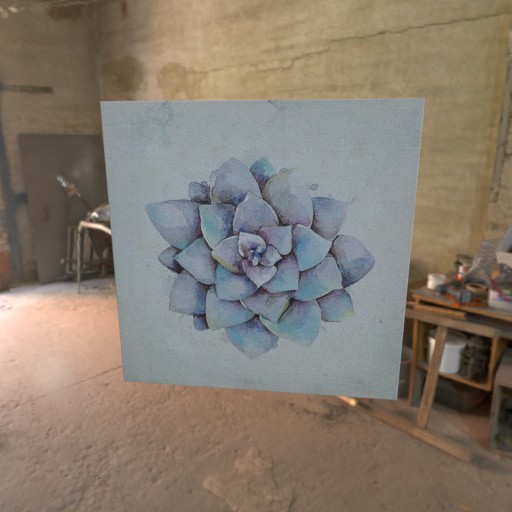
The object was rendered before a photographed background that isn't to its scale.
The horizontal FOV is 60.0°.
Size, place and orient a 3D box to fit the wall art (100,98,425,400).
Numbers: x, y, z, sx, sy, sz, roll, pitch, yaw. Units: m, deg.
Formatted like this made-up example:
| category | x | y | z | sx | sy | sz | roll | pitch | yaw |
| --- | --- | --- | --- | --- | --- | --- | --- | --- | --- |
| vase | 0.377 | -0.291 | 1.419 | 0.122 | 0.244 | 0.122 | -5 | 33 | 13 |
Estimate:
| category | x | y | z | sx | sy | sz | roll | pitch | yaw |
| --- | --- | --- | --- | --- | --- | --- | --- | --- | --- |
| wall art | 0.000 | 0.000 | 1.147 | 0.762 | 0.762 | 0.038 | 2 | 15 | 7 |
